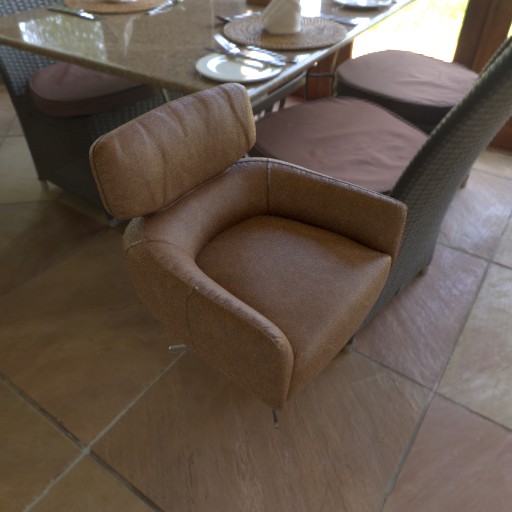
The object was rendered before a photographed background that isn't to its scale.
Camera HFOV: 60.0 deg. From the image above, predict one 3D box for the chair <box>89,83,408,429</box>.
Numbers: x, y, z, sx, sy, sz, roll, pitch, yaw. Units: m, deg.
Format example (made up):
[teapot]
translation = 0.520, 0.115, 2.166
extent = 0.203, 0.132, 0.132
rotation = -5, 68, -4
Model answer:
[chair]
translation = 0.000, 0.000, 1.368
extent = 0.715, 0.812, 0.706
rotation = 27, 48, 28
